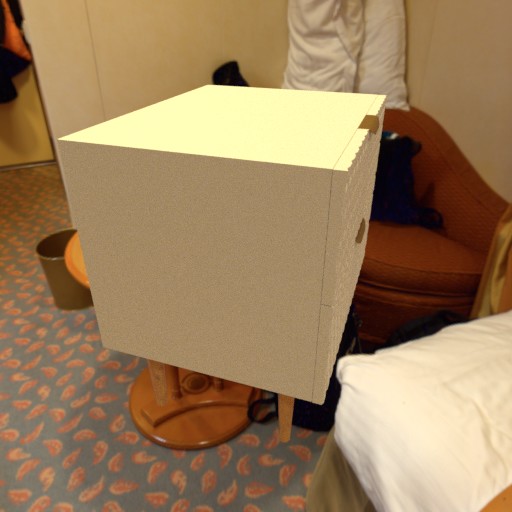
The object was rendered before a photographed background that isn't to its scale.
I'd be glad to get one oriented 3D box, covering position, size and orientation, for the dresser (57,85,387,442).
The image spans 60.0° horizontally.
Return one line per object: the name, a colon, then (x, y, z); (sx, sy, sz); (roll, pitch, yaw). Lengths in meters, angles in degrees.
dresser: (0.000, 0.000, 0.906); (0.414, 0.568, 0.503); (10, 31, 17)
